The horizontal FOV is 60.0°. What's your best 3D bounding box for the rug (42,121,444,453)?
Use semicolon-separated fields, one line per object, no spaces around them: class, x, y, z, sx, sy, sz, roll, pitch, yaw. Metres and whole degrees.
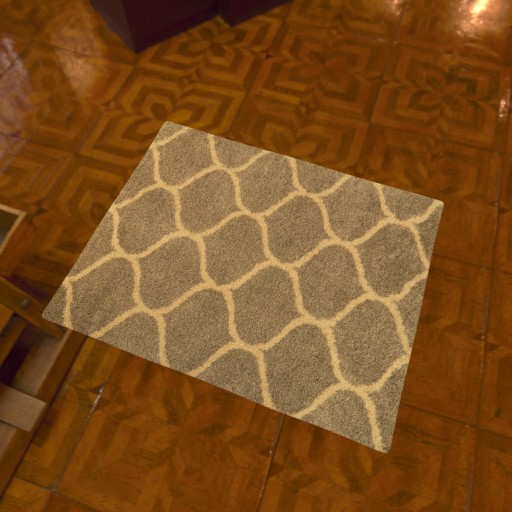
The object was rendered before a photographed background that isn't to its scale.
rug;0.000;0.000;4.029;3.000;0.026;2.399;19;64;10
